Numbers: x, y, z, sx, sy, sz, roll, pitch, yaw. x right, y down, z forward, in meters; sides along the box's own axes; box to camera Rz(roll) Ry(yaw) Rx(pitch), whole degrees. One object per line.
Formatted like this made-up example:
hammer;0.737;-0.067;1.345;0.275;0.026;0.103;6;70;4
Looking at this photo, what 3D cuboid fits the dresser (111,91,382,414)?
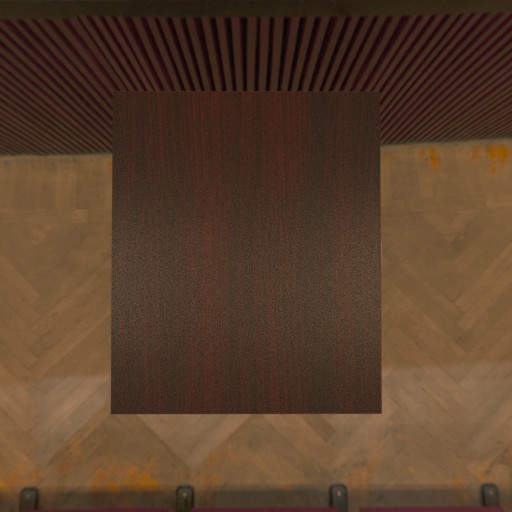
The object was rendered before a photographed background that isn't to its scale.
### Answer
dresser;0.000;0.000;0.829;0.360;0.560;0.400;0;89;0
